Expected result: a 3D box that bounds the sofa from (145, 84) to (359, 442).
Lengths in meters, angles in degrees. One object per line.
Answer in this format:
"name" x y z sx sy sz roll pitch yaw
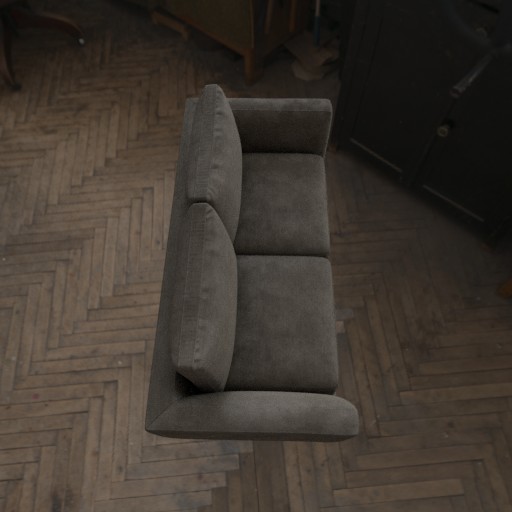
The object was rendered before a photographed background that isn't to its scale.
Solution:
"sofa" 0.000 0.000 2.359 0.855 1.013 1.832 1 62 0
